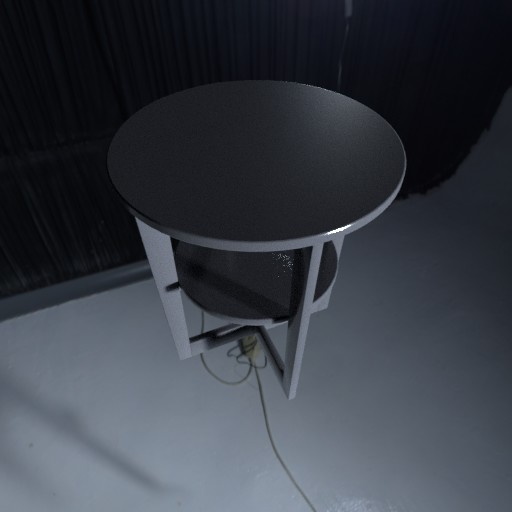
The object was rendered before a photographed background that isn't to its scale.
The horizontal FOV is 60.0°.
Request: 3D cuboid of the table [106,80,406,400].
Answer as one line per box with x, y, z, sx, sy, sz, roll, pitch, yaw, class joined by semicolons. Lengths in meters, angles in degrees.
0.000;0.000;0.952;0.500;0.550;0.500;0;45;0;table
